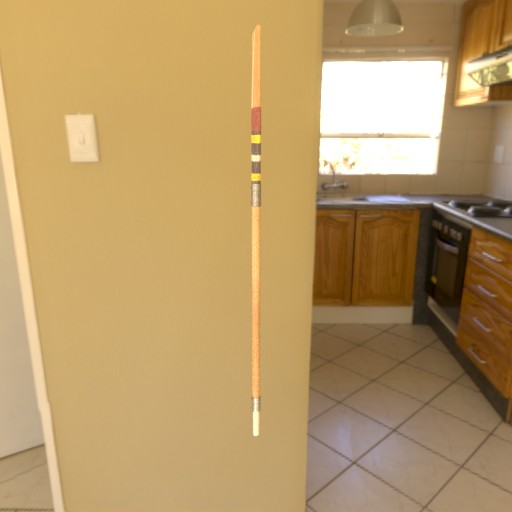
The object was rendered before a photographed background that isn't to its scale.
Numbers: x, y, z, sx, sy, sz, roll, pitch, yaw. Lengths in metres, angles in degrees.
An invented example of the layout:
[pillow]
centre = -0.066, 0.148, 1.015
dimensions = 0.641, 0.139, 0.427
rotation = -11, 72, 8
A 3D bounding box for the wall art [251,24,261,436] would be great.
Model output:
[wall art]
centre = 0.000, 0.000, 1.671
dimensions = 0.038, 1.556, 0.146
rotation = -2, 15, -7
